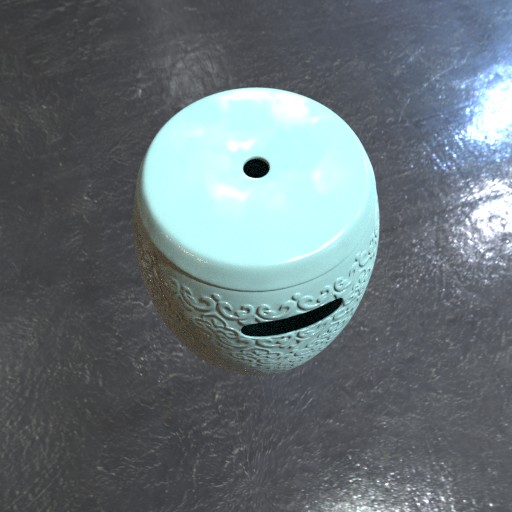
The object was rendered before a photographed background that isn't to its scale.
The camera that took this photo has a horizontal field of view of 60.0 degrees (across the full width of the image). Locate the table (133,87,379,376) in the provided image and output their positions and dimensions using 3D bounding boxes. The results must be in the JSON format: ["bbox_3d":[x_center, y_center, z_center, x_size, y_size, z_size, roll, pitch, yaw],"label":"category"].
[{"bbox_3d":[0.000,0.000,0.624,0.309,0.397,0.309,0,63,0],"label":"table"}]
